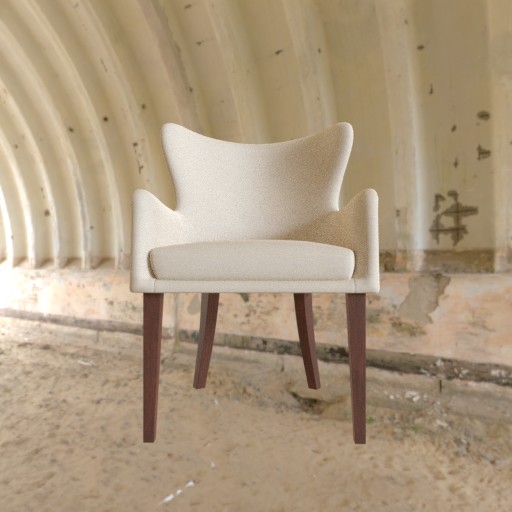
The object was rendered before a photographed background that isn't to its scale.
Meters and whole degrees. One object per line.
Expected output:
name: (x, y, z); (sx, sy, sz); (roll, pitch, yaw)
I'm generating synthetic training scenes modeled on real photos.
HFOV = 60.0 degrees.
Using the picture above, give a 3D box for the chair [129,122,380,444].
chair: (0.000, 0.000, 1.499); (0.696, 0.990, 0.744); (0, -1, 1)
